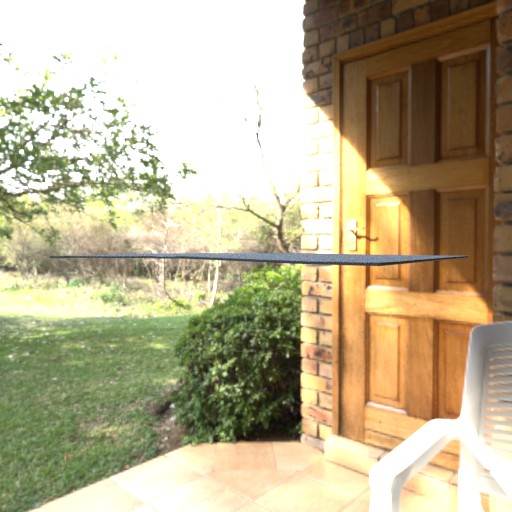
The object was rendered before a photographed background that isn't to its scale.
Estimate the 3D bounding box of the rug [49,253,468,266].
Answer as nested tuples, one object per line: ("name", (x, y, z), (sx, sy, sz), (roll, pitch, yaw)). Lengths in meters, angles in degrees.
("rug", (0.000, 0.000, 2.990), (2.338, 0.030, 1.616), (1, 1, 36))
